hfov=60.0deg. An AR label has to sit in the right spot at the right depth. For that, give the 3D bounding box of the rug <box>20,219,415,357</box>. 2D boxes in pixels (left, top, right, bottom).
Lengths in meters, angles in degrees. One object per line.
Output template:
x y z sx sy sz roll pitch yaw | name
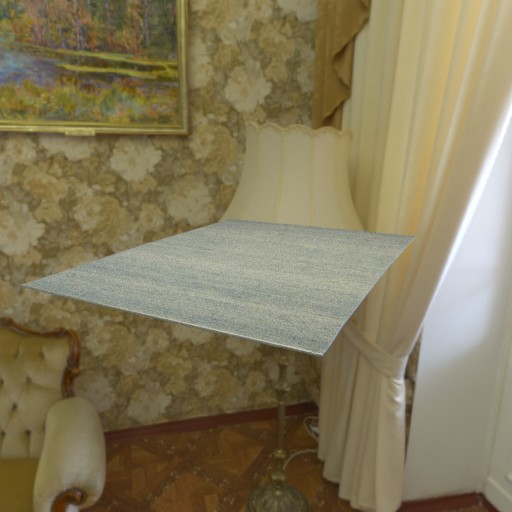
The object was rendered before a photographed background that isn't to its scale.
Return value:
0.000 0.000 4.262 2.461 0.046 3.237 8 17 27 | rug
